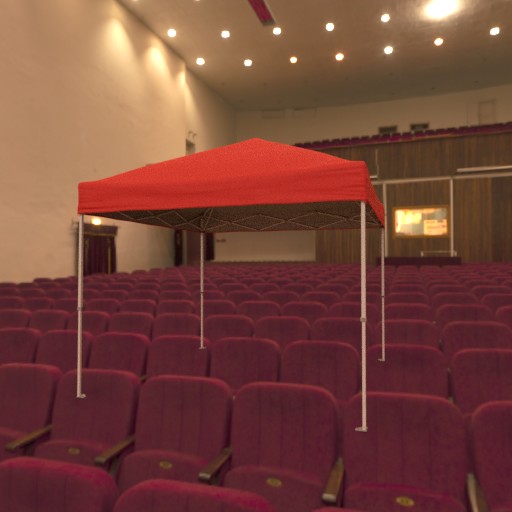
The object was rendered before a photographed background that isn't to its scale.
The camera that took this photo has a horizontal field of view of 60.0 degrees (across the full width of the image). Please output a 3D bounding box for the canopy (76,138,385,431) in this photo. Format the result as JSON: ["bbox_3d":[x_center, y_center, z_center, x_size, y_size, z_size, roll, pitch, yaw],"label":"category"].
[{"bbox_3d":[0.000,0.000,5.593,2.998,2.997,2.996,0,-1,19],"label":"canopy"}]
